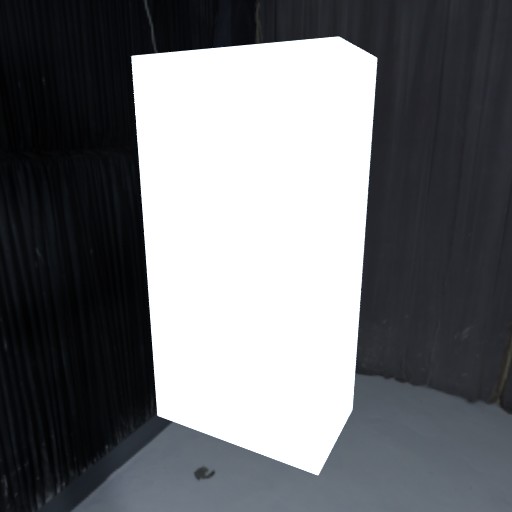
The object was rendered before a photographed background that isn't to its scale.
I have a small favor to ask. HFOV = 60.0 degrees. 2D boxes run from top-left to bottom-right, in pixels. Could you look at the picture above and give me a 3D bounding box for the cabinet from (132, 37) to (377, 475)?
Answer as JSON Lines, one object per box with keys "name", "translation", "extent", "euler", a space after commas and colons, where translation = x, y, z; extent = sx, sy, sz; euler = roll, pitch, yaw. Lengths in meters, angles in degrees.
{"name": "cabinet", "translation": [0.000, 0.000, 2.322], "extent": [0.980, 1.920, 0.580], "euler": [8, 18, 27]}
